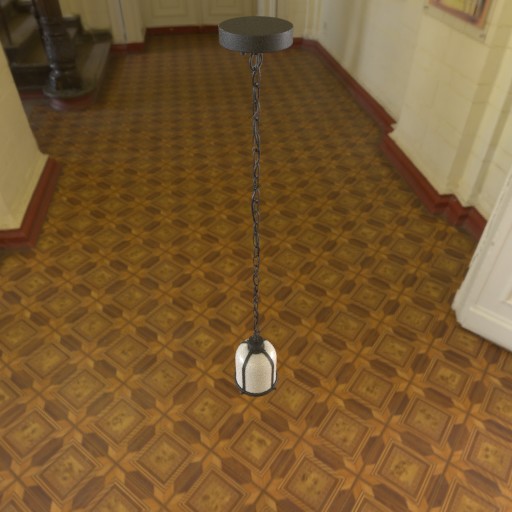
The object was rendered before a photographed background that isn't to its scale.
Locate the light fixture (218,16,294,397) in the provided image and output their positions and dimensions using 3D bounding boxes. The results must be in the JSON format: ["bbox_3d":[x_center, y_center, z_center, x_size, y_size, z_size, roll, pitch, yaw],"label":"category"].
[{"bbox_3d":[0.000,0.000,1.244,0.178,1.181,0.178,25,47,26],"label":"light fixture"}]
